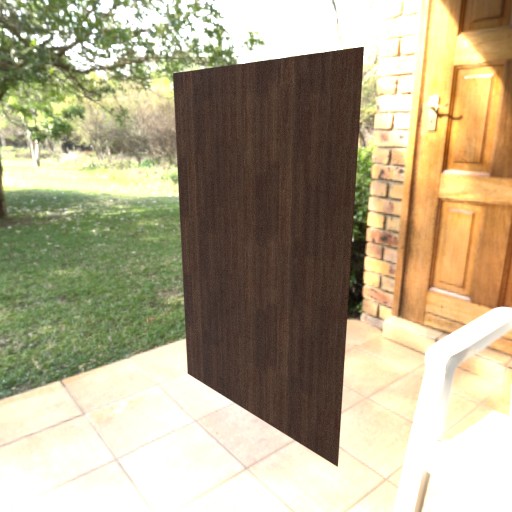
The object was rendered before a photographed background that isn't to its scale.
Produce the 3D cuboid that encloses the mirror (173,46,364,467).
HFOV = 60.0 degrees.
[{"bbox_3d":[0.000,0.000,1.256,0.651,1.010,0.047,16,22,43],"label":"mirror"}]
